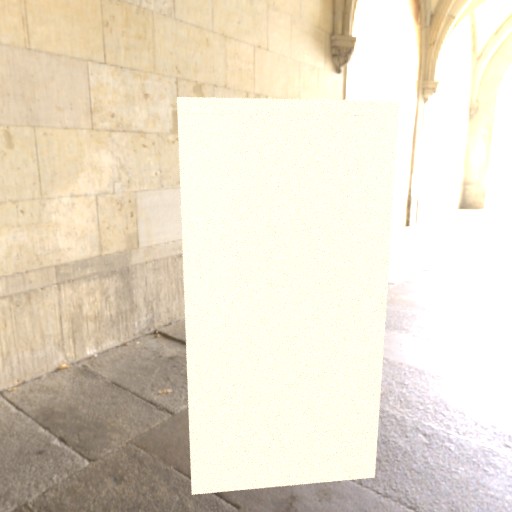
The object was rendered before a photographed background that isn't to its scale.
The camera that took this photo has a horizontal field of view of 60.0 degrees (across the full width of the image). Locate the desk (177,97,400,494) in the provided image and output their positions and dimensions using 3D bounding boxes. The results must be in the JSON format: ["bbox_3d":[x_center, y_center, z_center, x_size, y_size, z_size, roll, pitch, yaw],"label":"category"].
[{"bbox_3d":[0.000,0.000,1.350,0.400,0.790,1.000,-2,13,-7],"label":"desk"}]
